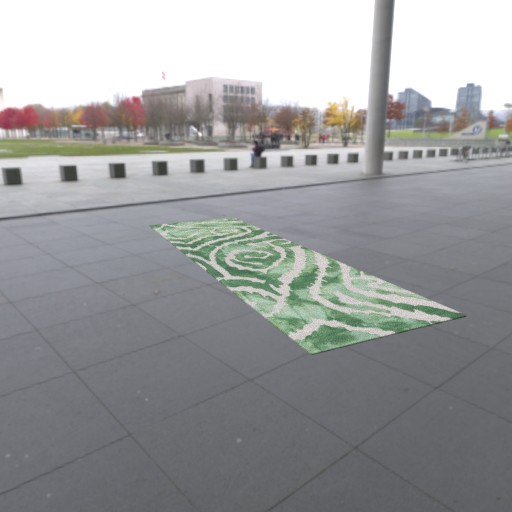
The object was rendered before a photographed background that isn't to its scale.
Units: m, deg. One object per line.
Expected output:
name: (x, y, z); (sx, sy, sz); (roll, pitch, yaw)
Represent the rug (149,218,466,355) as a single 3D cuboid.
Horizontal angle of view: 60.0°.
rug: (0.000, 0.000, 2.734); (0.761, 0.006, 2.438); (-7, 17, -25)
